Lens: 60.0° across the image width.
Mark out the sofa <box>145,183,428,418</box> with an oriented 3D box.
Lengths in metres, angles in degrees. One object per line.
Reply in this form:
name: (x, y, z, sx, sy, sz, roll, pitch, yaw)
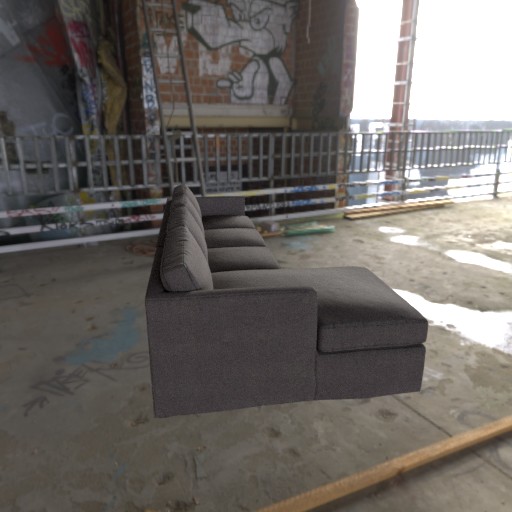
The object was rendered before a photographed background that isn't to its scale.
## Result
sofa: (0.000, 0.000, 3.944, 1.650, 0.922, 3.205, -3, 17, -8)
